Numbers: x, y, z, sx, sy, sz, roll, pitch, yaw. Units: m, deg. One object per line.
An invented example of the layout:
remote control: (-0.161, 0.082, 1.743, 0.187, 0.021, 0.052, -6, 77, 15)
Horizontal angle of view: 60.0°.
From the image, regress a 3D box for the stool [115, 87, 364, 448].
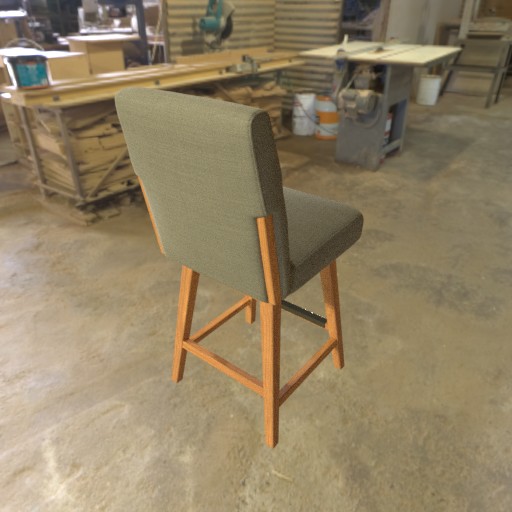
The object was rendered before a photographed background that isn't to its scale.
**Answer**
stool: (0.000, 0.000, 1.362, 0.459, 1.019, 0.570, 22, 37, 32)
